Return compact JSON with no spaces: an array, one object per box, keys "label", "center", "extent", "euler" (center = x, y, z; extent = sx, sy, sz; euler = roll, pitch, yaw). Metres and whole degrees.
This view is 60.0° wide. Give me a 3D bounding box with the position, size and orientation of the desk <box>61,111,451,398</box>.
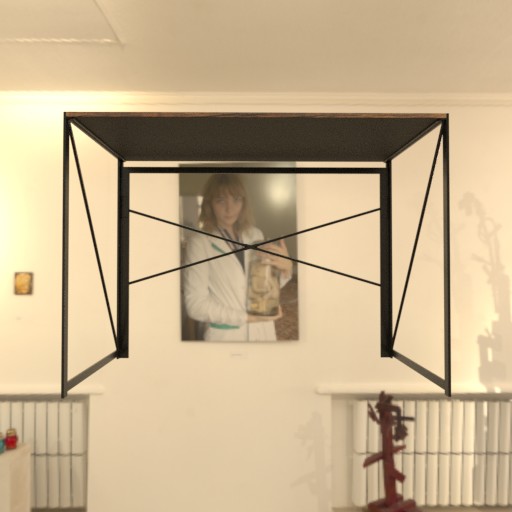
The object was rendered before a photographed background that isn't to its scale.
[{"label":"desk","center":[0.000,0.000,1.410],"extent":[1.015,0.747,0.505],"euler":[0,-1,-1]}]
